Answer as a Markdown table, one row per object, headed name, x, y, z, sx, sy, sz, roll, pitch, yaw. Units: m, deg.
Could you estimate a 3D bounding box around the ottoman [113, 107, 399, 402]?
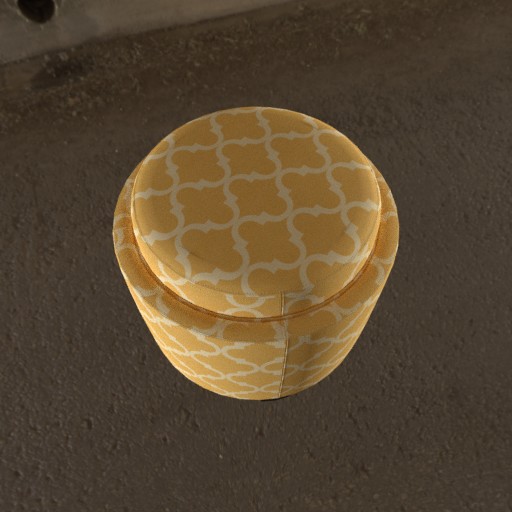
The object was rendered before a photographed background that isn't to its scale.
| name | x | y | z | sx | sy | sz | roll | pitch | yaw |
| --- | --- | --- | --- | --- | --- | --- | --- | --- | --- |
| ottoman | 0.000 | 0.000 | 0.859 | 0.480 | 0.429 | 0.480 | 0 | 57 | 0 |
